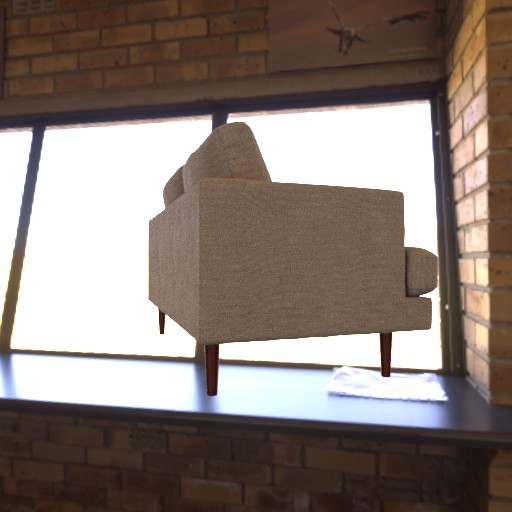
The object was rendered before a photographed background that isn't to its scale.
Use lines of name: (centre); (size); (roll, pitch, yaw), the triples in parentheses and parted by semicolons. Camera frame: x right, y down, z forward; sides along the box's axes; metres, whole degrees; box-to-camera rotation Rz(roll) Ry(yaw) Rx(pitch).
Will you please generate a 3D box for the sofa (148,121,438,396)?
sofa: (0.000, 0.000, 2.212); (0.903, 0.944, 1.582); (0, 0, -20)
